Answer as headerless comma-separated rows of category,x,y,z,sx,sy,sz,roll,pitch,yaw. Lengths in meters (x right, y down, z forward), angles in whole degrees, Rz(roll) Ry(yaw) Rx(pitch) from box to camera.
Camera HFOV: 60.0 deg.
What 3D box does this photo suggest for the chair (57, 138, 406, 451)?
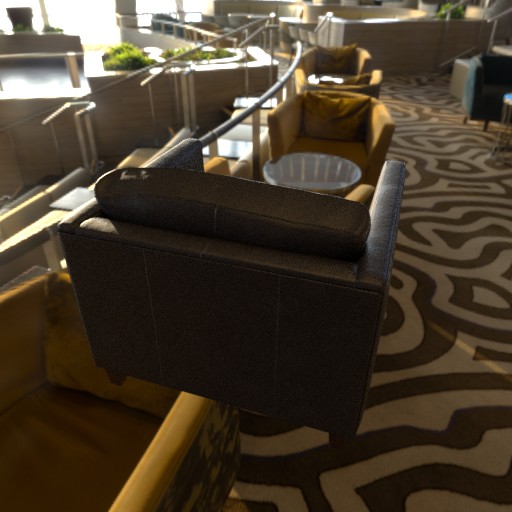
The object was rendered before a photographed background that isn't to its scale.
chair,0.000,0.000,1.610,0.939,0.811,0.862,10,34,16
